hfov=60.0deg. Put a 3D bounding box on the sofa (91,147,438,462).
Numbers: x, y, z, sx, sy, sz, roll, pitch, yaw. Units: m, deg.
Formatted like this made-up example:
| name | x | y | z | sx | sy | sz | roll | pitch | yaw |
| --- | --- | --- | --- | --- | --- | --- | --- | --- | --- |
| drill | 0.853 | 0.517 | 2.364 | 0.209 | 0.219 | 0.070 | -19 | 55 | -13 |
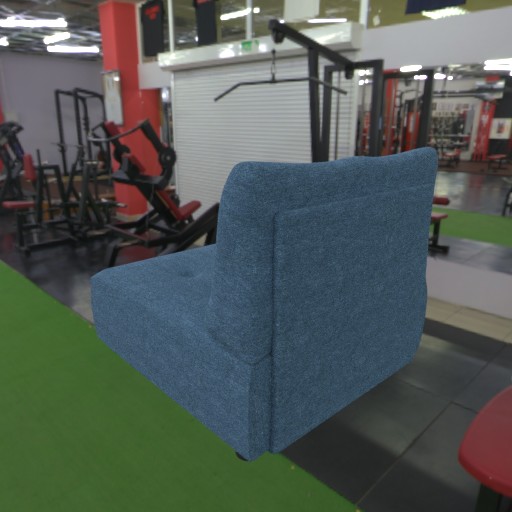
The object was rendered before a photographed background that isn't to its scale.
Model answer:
| name | x | y | z | sx | sy | sz | roll | pitch | yaw |
| --- | --- | --- | --- | --- | --- | --- | --- | --- | --- |
| sofa | 0.000 | 0.000 | 1.706 | 0.930 | 0.820 | 1.000 | -15 | 23 | -40 |
